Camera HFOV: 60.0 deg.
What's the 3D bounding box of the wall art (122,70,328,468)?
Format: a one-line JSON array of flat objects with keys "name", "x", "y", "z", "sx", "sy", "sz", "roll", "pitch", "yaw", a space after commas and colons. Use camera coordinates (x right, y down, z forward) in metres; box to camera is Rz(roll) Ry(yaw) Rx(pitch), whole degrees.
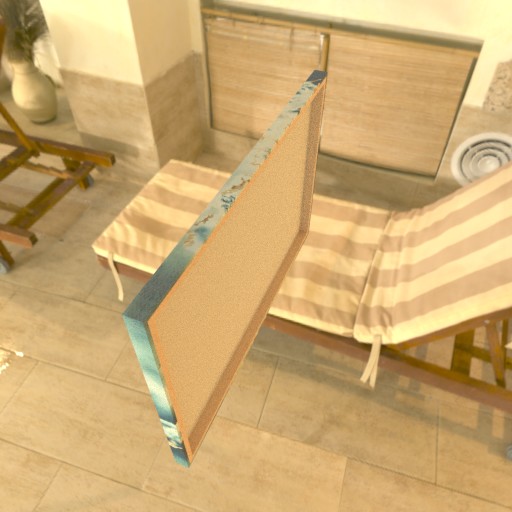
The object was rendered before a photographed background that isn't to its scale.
[{"name": "wall art", "x": 0.000, "y": 0.000, "z": 1.157, "sx": 0.038, "sy": 0.608, "sz": 0.912, "roll": 17, "pitch": 49, "yaw": 16}]
